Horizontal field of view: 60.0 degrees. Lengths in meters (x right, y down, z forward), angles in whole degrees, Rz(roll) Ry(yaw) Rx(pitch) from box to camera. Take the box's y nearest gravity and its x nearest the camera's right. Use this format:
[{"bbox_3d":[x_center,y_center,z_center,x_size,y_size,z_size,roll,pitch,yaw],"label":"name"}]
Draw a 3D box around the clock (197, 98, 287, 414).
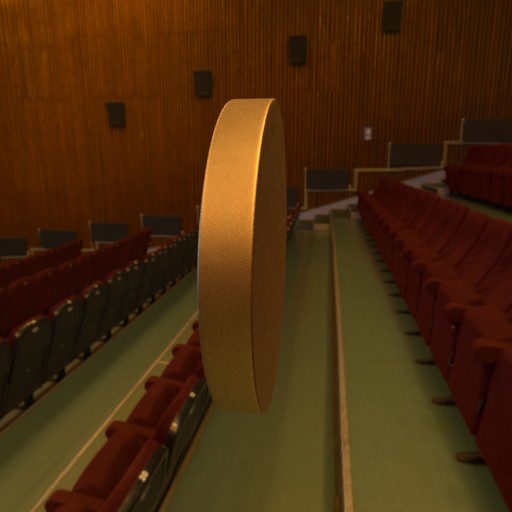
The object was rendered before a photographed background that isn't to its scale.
[{"bbox_3d":[0.000,0.000,0.469,0.040,0.314,0.314,2,14,8],"label":"clock"}]
